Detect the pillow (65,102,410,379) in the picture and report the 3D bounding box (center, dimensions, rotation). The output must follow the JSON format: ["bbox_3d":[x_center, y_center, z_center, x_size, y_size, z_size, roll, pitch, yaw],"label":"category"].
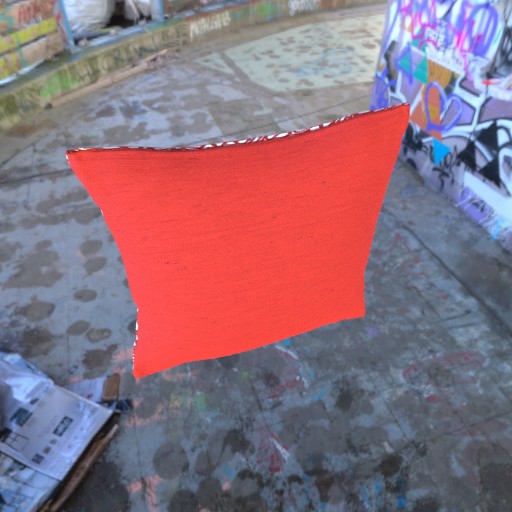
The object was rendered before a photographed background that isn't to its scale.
[{"bbox_3d":[0.000,0.000,0.669,0.438,0.419,0.162,-12,42,-14],"label":"pillow"}]
